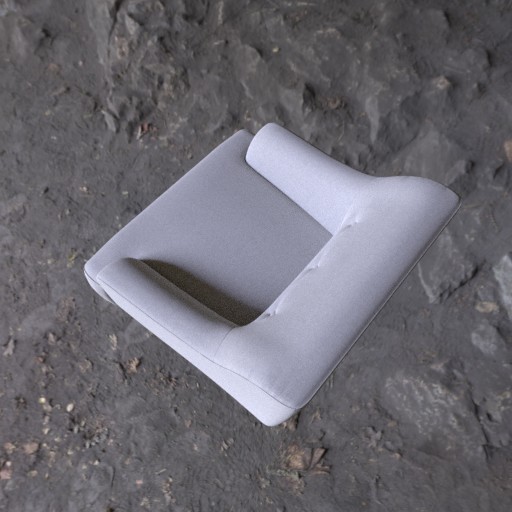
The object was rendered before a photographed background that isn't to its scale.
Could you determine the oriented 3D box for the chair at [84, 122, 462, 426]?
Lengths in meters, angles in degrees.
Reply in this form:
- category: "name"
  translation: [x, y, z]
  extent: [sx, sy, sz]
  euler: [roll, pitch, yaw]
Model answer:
- category: "chair"
  translation: [0.000, 0.000, 1.644]
  extent: [0.951, 0.818, 0.946]
  euler: [37, 69, 17]
